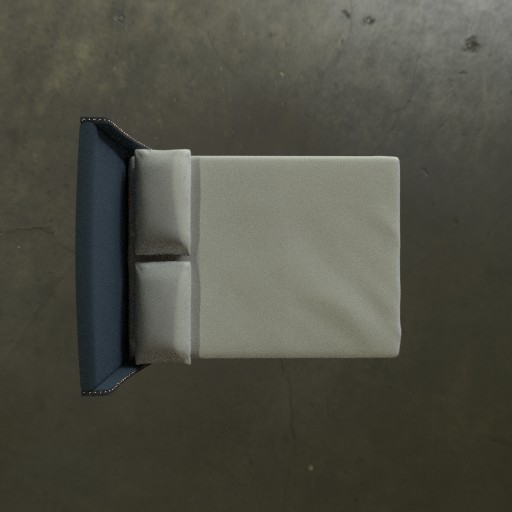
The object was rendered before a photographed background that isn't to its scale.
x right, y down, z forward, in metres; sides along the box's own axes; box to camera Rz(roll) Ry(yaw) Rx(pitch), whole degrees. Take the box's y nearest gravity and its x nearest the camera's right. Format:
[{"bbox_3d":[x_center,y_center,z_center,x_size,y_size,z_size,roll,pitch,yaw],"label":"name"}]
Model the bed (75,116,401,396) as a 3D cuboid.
[{"bbox_3d":[0.000,0.000,3.338,2.237,1.407,1.710,0,90,-1],"label":"bed"}]
